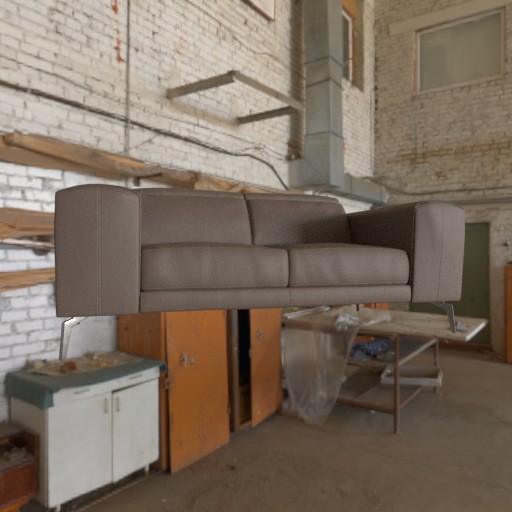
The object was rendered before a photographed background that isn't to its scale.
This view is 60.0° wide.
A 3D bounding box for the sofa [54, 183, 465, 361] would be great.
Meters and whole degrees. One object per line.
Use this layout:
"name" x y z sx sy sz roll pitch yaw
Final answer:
"sofa" 0.000 0.000 2.360 1.895 0.779 1.003 0 0 -19
